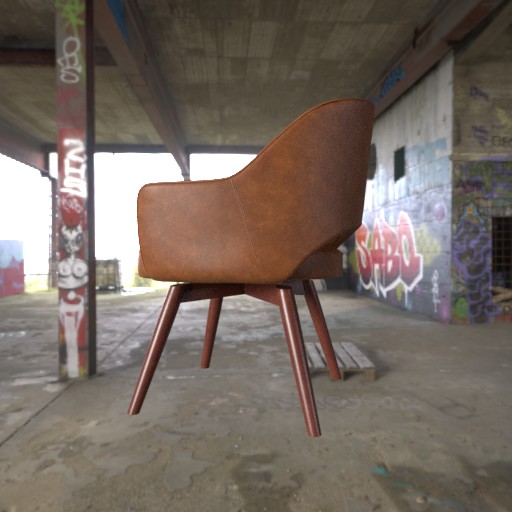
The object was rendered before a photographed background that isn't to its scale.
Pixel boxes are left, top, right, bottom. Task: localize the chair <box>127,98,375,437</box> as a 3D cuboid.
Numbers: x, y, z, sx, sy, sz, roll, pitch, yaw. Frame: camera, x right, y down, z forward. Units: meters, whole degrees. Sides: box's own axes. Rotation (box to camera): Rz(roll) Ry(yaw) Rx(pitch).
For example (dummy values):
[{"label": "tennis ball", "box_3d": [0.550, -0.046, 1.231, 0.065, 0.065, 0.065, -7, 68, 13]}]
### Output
[{"label": "chair", "box_3d": [0.000, 0.000, 1.237, 0.640, 0.777, 0.591, 0, 1, 17]}]
